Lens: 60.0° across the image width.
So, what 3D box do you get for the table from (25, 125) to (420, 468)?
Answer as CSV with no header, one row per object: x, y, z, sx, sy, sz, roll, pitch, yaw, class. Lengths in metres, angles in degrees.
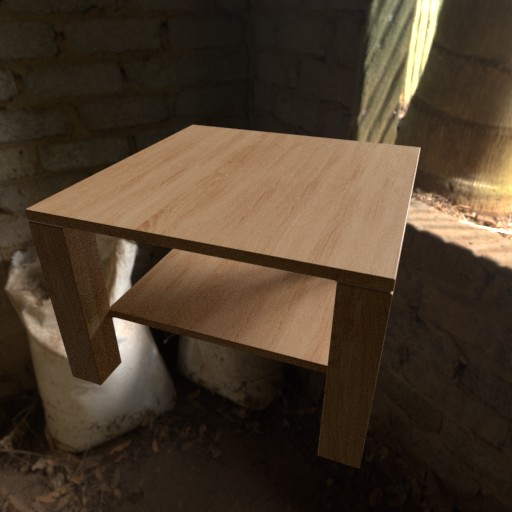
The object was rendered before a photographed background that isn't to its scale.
0.000,0.000,1.151,0.700,0.450,0.700,11,32,18,table
